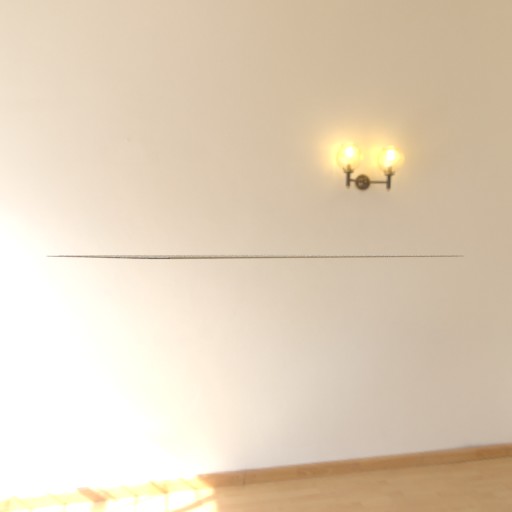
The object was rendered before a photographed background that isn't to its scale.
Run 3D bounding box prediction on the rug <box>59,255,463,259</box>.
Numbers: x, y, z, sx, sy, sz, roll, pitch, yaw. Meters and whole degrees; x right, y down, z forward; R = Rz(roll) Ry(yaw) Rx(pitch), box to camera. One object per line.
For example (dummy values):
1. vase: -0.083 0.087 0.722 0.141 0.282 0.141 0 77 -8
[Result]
1. rug: 0.000 0.000 4.329 3.327 0.010 2.464 0 0 -37
